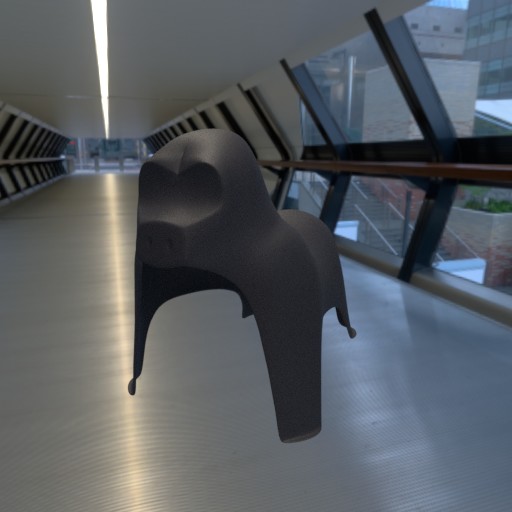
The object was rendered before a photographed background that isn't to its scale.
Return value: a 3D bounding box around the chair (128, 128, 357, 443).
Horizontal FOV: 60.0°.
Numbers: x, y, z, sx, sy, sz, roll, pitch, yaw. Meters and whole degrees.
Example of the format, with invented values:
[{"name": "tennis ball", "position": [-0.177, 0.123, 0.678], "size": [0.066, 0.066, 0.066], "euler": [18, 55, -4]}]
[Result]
[{"name": "chair", "position": [0.000, 0.000, 1.111], "size": [0.490, 0.600, 0.758], "euler": [7, 15, 26]}]
